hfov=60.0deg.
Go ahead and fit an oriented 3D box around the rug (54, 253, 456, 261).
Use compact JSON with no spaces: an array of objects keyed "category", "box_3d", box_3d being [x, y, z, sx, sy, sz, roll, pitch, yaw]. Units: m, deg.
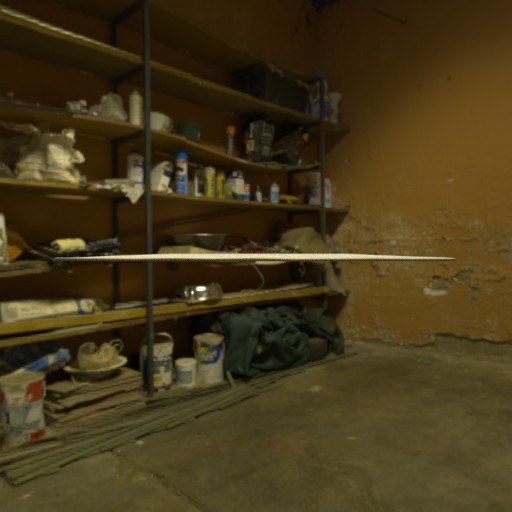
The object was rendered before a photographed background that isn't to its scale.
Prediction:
[{"category":"rug","box_3d":[0.000,0.000,4.342,2.436,0.026,3.381,0,1,0]}]
